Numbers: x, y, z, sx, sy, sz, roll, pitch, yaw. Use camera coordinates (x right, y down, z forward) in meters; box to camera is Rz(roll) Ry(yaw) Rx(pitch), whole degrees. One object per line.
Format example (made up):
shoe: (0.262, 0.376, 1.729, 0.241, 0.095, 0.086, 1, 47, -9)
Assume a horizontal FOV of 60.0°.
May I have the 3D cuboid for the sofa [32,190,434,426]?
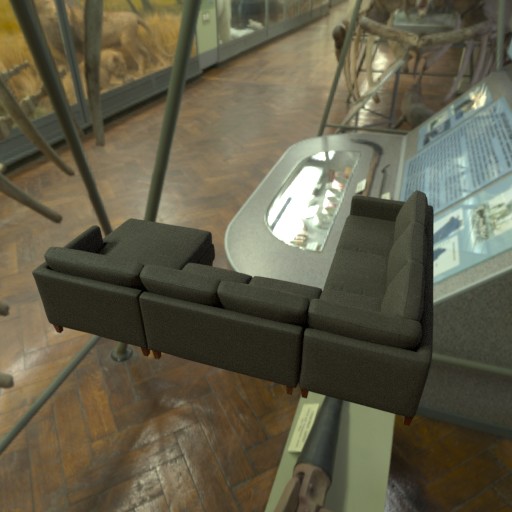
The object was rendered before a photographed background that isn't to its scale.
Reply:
sofa: (0.000, 0.000, 4.671, 3.460, 0.961, 2.594, 10, 35, 15)
